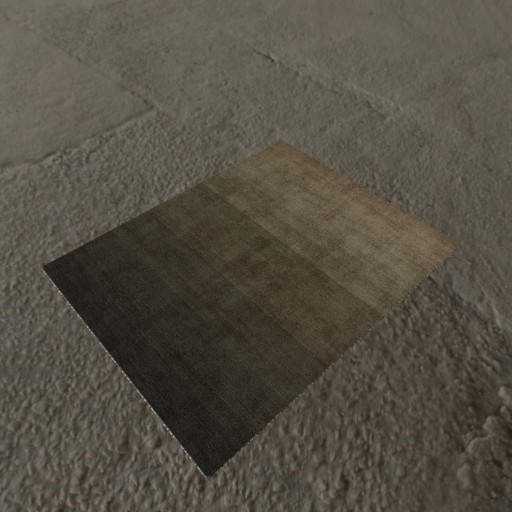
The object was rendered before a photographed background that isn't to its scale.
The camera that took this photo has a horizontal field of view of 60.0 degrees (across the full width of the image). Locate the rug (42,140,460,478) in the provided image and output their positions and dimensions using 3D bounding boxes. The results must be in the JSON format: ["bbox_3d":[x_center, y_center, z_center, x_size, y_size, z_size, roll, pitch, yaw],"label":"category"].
[{"bbox_3d":[0.000,0.000,3.889,2.902,0.017,2.306,-34,56,-27],"label":"rug"}]
